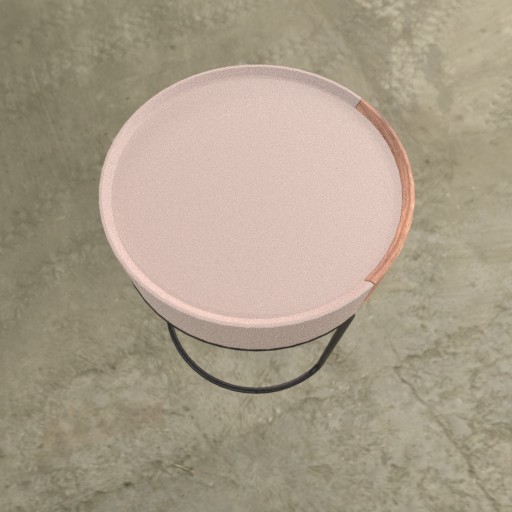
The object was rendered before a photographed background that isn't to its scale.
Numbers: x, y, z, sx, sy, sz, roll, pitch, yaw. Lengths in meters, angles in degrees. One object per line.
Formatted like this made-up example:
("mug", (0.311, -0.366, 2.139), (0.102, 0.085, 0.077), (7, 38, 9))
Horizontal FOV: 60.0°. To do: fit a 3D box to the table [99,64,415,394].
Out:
("table", (0.000, 0.000, 0.873), (0.450, 0.530, 0.450), (0, 65, 0))
